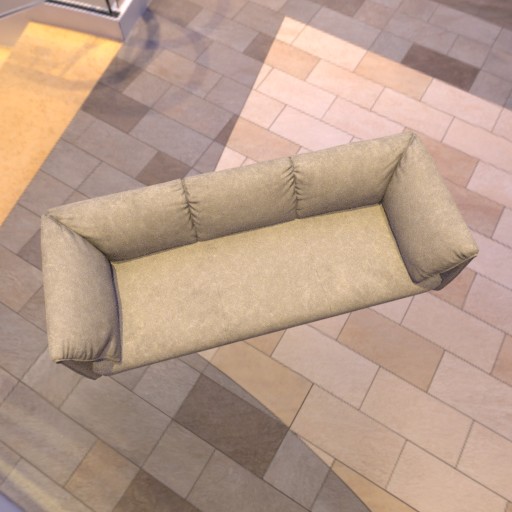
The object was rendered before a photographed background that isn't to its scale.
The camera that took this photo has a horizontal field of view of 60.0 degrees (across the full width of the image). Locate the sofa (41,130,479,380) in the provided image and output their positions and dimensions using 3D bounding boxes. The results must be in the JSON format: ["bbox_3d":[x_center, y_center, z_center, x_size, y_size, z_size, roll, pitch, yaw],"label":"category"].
[{"bbox_3d":[0.000,0.000,2.647,2.238,0.758,0.899,-14,66,-6],"label":"sofa"}]
